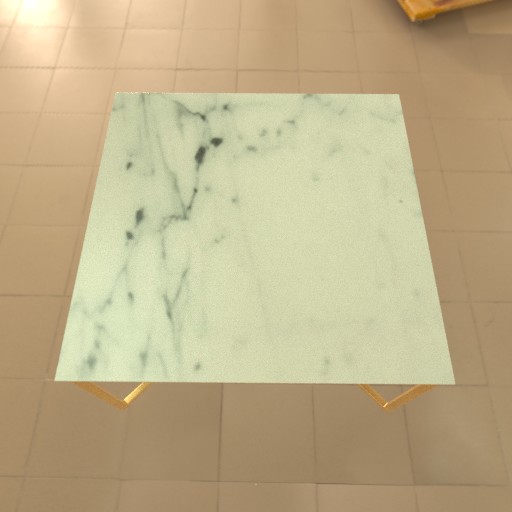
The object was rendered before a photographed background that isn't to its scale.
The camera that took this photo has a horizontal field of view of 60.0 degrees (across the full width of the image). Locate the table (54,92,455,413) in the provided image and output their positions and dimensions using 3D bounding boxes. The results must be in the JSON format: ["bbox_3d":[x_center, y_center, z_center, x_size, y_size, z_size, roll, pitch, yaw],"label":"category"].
[{"bbox_3d":[0.000,0.000,1.266,0.800,0.450,0.800,0,63,0],"label":"table"}]
